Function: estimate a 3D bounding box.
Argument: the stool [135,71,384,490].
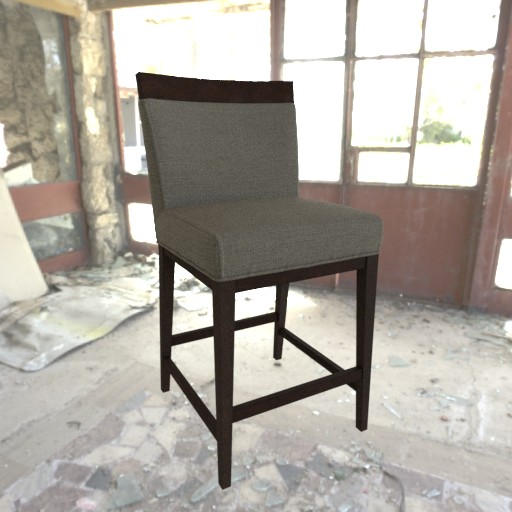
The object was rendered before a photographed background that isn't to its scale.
[{"bbox_3d":[0.000,0.000,1.287,0.512,1.009,0.531,-9,18,-28],"label":"stool"}]
